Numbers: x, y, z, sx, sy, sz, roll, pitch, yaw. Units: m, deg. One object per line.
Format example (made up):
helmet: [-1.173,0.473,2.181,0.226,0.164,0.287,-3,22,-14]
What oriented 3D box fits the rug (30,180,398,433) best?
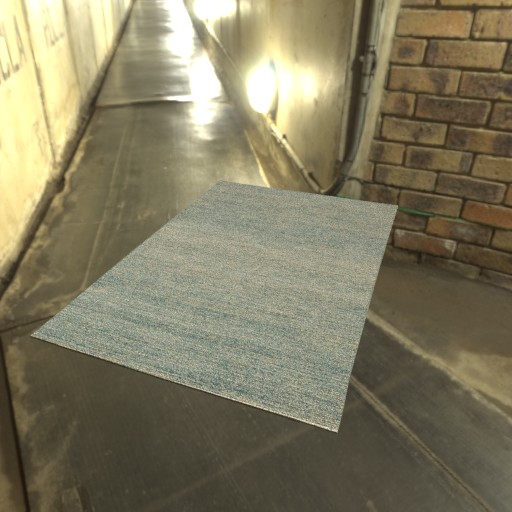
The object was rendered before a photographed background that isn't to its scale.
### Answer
rug: [0.000,0.000,5.165,2.802,0.052,4.078,11,33,18]
